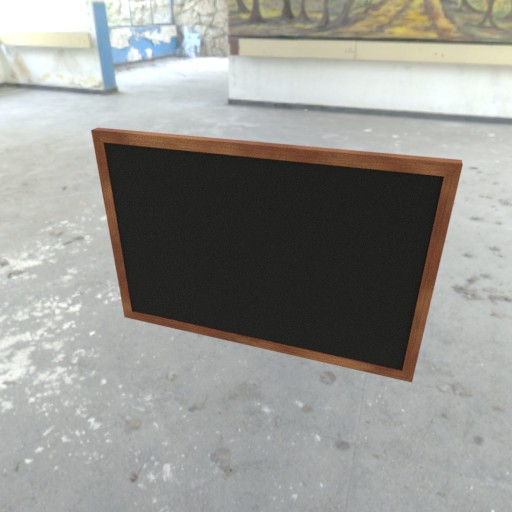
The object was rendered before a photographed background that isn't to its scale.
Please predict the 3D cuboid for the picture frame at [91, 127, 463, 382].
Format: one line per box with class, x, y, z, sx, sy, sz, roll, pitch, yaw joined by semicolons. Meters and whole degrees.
picture frame;0.000;0.000;1.255;0.950;0.640;0.029;9;30;16
